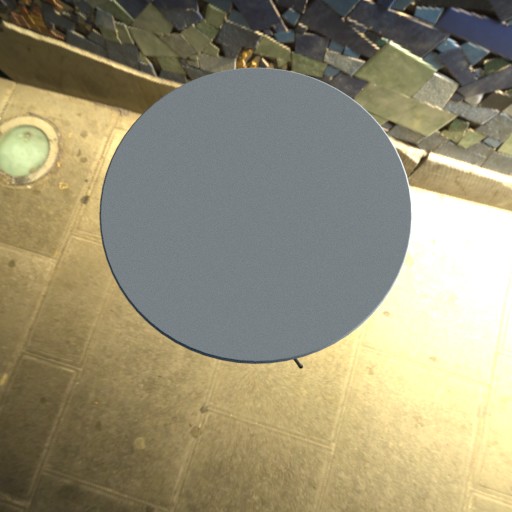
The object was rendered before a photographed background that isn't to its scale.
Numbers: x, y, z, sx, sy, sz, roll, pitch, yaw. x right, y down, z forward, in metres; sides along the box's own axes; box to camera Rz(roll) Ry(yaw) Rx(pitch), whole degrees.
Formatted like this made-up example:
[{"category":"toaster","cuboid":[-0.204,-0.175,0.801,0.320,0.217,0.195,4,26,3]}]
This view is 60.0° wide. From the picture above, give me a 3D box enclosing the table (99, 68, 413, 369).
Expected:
[{"category":"table","cuboid":[0.000,0.000,1.653,0.795,1.105,0.792,31,78,7]}]
